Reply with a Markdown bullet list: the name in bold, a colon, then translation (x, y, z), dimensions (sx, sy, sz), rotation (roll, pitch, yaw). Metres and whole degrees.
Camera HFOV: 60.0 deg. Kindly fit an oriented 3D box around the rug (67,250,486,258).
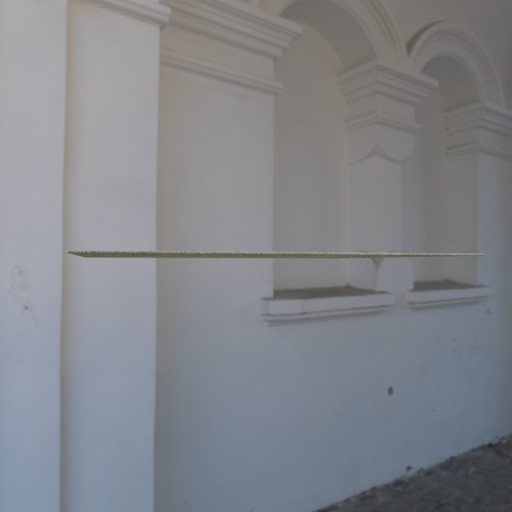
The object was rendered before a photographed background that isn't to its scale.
- **rug**: translation (0.000, 0.000, 4.287), dimensions (3.198, 0.016, 2.425), rotation (0, -1, -19)
